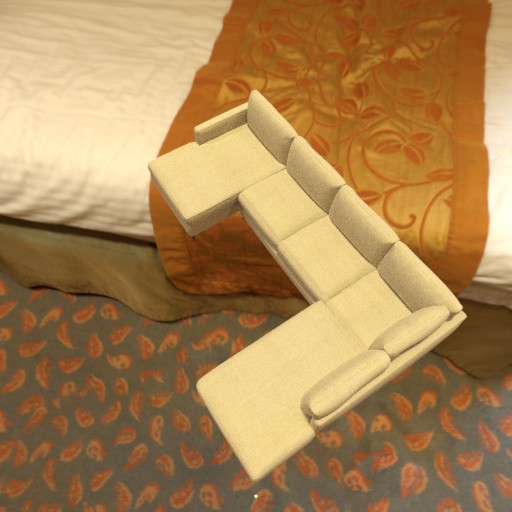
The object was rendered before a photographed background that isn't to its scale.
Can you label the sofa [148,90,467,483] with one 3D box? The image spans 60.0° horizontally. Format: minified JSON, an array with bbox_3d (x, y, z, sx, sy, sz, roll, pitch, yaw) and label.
[{"bbox_3d":[0.000,0.000,3.613,1.879,0.756,2.737,-30,66,-15],"label":"sofa"}]
